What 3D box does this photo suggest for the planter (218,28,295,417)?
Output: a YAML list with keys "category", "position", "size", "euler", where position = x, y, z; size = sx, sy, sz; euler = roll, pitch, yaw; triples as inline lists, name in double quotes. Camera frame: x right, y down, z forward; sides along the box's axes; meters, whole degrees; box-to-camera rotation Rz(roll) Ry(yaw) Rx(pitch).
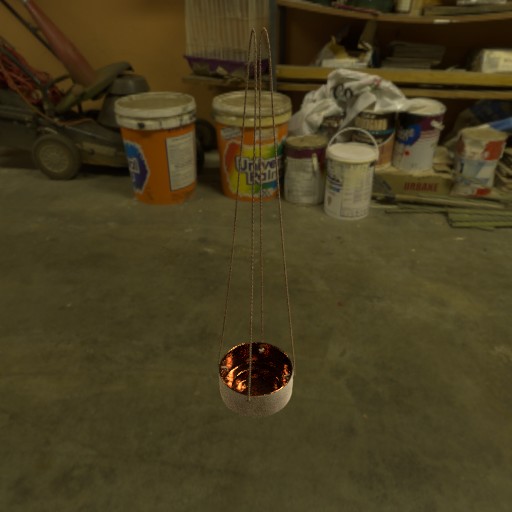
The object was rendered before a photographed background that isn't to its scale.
- category: "planter"
  position: [0.000, 0.000, 1.124]
  size: [0.223, 1.030, 0.223]
  euler: [-20, 37, -29]
